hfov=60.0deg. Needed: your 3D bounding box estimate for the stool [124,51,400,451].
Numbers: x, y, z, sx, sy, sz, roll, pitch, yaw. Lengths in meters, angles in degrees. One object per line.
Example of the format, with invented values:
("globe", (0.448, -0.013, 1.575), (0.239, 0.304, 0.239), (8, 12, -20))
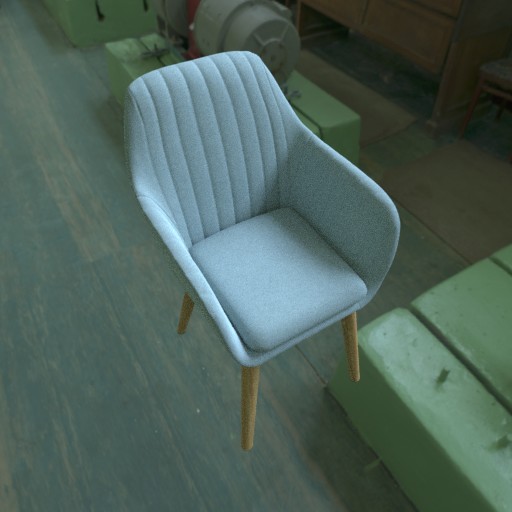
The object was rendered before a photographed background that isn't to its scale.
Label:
("stool", (0.000, 0.000, 1.180), (0.503, 0.830, 0.590), (-24, 52, -21))
